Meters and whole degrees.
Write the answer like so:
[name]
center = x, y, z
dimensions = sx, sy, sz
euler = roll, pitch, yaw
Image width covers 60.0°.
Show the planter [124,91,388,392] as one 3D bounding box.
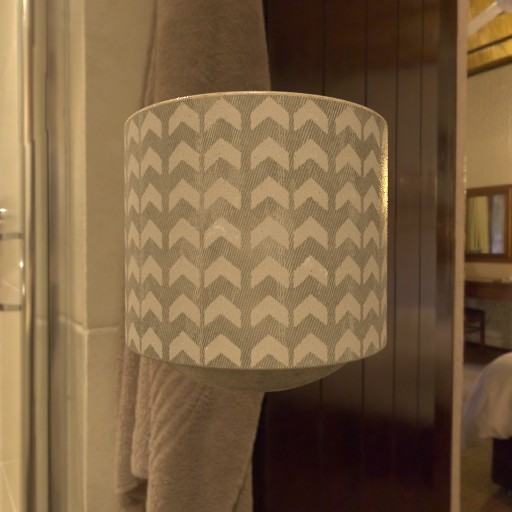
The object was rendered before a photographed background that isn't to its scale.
[planter]
center = 0.000, 0.000, 0.441
dimensions = 0.250, 0.239, 0.250
euler = 0, 1, 0
